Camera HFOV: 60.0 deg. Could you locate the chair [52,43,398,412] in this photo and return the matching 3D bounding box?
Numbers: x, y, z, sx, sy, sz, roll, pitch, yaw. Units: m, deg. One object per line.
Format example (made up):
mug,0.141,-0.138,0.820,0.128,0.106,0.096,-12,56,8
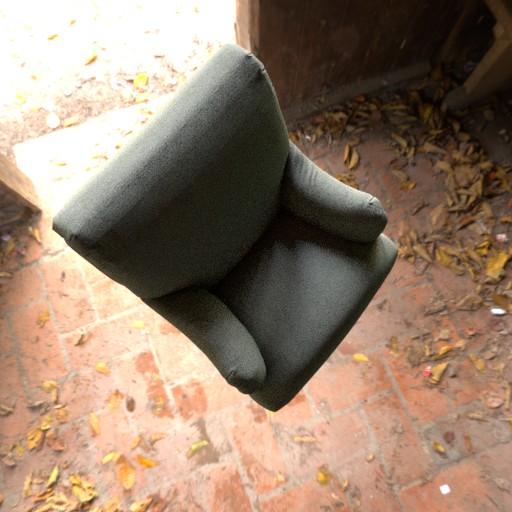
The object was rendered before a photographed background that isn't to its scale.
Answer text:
chair,0.000,0.000,1.955,1.060,1.178,0.964,39,79,9
